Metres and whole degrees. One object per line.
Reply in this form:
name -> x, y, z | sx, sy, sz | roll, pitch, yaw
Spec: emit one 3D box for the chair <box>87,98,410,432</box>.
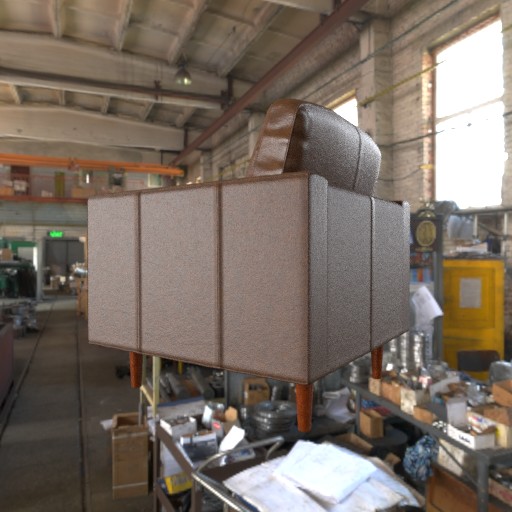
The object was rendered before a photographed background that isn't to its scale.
chair -> 0.000, 0.000, 1.682 | 0.909, 0.956, 0.890 | 1, 1, 34
